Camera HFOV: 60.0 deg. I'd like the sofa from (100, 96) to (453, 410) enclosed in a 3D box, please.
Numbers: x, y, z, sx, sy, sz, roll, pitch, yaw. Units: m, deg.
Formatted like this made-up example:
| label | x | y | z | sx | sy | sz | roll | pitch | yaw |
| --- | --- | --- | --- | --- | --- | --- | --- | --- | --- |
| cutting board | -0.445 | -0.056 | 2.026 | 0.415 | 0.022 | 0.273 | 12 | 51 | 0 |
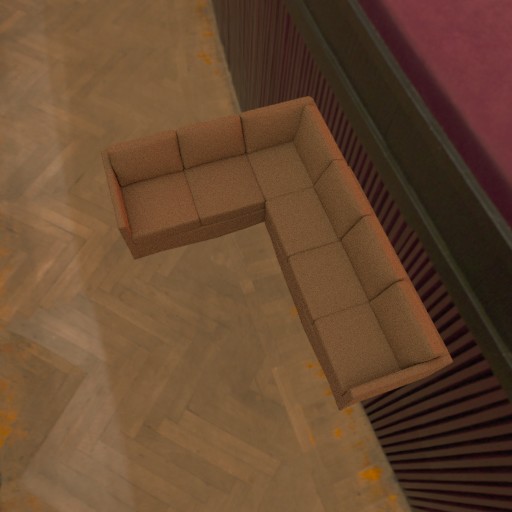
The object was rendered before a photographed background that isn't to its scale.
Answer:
| label | x | y | z | sx | sy | sz | roll | pitch | yaw |
| --- | --- | --- | --- | --- | --- | --- | --- | --- | --- |
| sofa | 0.000 | 0.000 | 4.412 | 2.432 | 0.871 | 3.182 | -17 | 65 | -8 |
